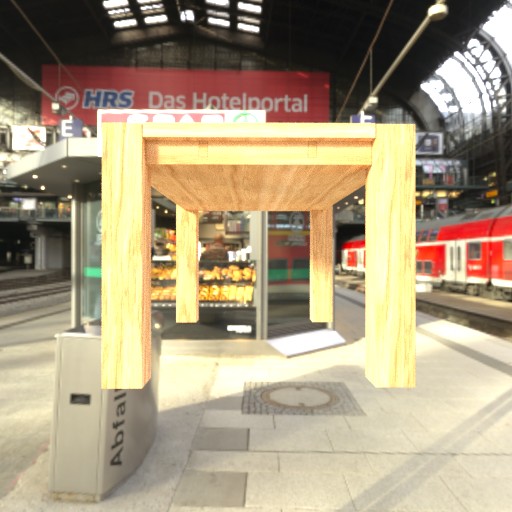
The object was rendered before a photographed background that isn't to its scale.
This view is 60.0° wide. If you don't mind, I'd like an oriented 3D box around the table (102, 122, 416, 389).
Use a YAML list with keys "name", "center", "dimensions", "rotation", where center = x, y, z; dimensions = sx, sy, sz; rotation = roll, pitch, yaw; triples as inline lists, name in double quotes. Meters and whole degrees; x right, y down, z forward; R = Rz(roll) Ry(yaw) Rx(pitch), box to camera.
- name: "table"
  center: [0.000, 0.000, 1.968]
  dimensions: [0.900, 0.760, 1.400]
  rotation: [0, 0, -1]
